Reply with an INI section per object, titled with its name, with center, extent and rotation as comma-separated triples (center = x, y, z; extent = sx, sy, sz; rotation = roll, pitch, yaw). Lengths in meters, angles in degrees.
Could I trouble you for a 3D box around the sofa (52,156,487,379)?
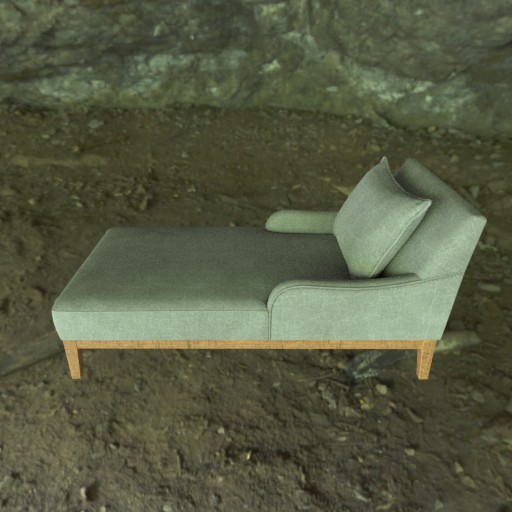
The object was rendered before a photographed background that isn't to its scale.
[sofa]
center = 0.000, 0.000, 2.263
extent = 1.779, 0.859, 0.894
rotation = 0, 27, 0
